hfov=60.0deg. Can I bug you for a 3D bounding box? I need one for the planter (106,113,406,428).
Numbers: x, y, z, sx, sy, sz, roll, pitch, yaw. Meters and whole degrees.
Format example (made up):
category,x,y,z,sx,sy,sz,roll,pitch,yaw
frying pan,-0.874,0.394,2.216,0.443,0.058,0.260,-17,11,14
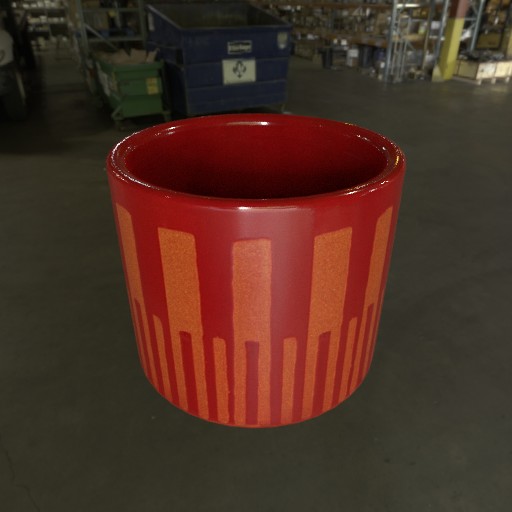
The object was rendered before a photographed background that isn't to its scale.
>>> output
category,x,y,z,sx,sy,sz,roll,pitch,yaw
planter,0.000,0.000,0.401,0.230,0.202,0.230,0,30,0
